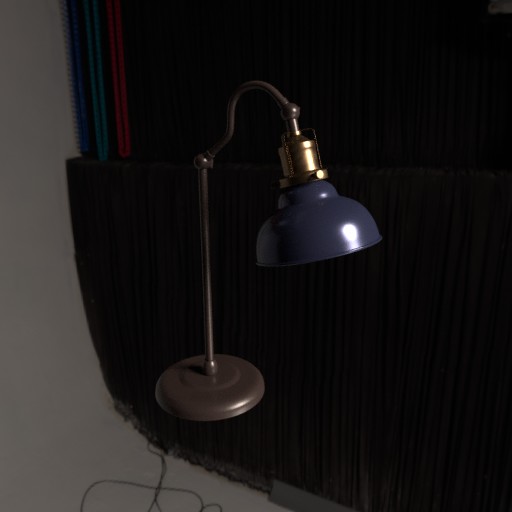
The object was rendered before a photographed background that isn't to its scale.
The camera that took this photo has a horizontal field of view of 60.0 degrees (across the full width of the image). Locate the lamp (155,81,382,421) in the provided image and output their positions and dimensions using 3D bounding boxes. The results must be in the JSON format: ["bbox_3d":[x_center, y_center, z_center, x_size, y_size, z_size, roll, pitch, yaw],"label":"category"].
[{"bbox_3d":[0.000,0.000,0.686,0.374,0.508,0.192,7,16,26],"label":"lamp"}]
